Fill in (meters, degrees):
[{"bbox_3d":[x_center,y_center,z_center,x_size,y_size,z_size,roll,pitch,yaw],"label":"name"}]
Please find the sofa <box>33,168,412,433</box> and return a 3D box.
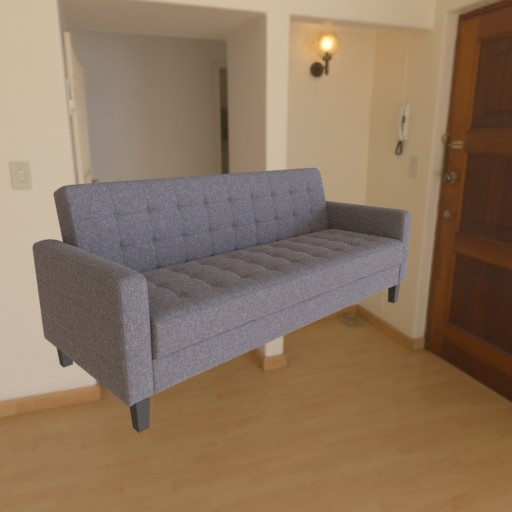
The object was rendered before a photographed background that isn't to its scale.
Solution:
[{"bbox_3d":[0.000,0.000,2.417,2.040,0.850,0.810,-14,20,-43],"label":"sofa"}]
